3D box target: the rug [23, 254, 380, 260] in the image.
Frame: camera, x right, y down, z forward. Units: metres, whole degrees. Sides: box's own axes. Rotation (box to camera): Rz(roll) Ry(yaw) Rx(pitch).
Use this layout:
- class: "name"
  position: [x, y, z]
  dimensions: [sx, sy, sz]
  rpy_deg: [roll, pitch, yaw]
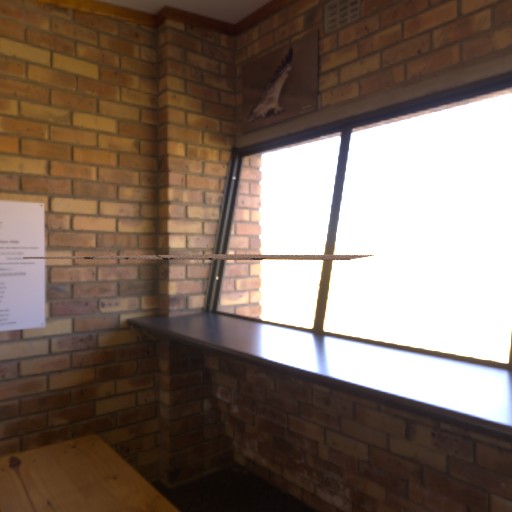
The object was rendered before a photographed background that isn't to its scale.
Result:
- class: "rug"
  position: [0.000, 0.000, 3.036]
  dimensions: [1.526, 0.008, 2.465]
  rpy_deg: [0, 1, 18]
